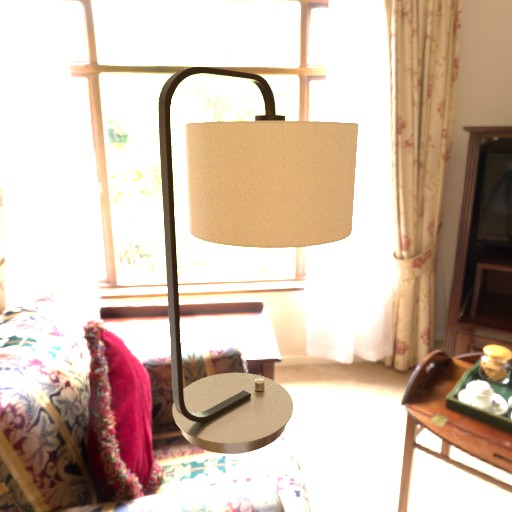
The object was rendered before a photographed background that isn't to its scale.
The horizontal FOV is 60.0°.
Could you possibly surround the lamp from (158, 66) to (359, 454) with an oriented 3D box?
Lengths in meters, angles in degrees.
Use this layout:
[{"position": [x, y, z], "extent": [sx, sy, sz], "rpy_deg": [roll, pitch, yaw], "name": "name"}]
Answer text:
[{"position": [0.000, 0.000, 0.621], "extent": [0.288, 0.473, 0.230], "rpy_deg": [-14, 21, -43], "name": "lamp"}]
